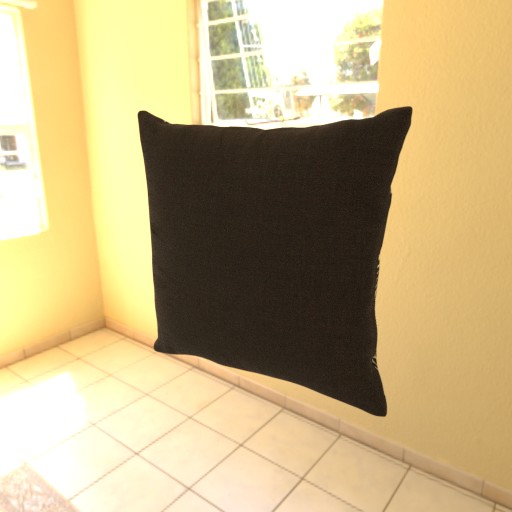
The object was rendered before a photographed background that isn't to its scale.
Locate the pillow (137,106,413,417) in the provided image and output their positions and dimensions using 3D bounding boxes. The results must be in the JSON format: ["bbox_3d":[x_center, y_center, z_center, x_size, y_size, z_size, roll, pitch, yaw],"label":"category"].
[{"bbox_3d":[0.000,0.000,0.684,0.432,0.432,0.139,9,19,27],"label":"pillow"}]
